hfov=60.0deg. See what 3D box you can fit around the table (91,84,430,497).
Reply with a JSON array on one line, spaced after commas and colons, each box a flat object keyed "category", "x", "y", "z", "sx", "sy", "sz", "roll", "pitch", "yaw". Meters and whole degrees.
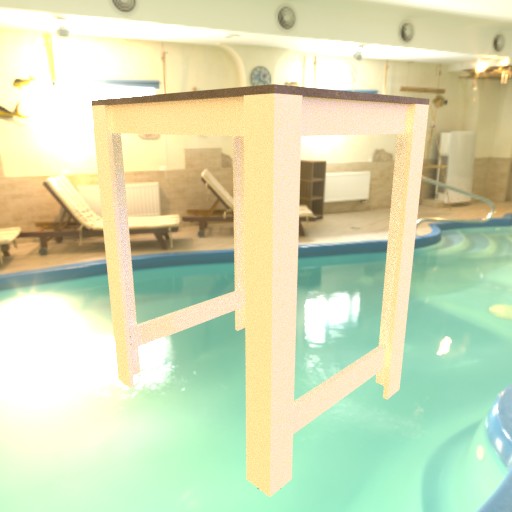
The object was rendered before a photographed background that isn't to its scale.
[{"category": "table", "x": 0.000, "y": 0.000, "z": 1.530, "sx": 0.800, "sy": 1.020, "sz": 0.700, "roll": 16, "pitch": 22, "yaw": 43}]
